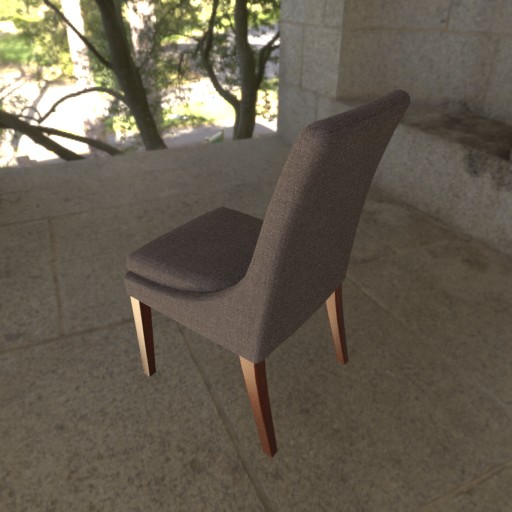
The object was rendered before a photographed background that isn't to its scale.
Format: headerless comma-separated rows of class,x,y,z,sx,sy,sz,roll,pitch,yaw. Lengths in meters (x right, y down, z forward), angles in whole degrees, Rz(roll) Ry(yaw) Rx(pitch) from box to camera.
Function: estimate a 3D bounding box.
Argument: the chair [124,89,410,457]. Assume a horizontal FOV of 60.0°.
chair,0.000,0.000,1.326,0.655,0.952,0.508,21,36,31
